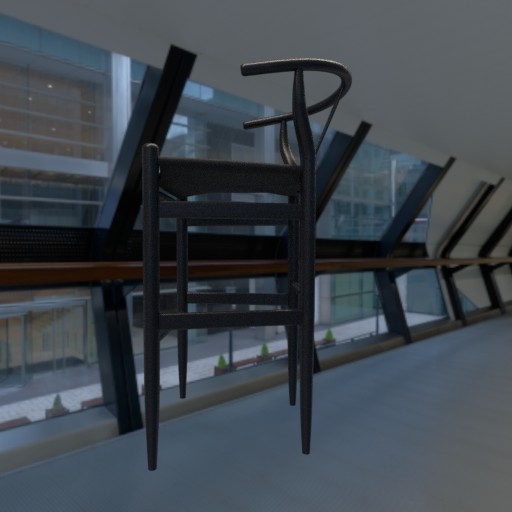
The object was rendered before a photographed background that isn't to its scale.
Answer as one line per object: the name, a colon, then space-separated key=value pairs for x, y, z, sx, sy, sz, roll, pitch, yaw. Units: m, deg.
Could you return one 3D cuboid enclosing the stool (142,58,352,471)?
stool: x=0.000 y=0.000 z=1.383 sx=0.579 sy=1.072 sz=0.569 roll=0 pitch=1 yaw=-1
